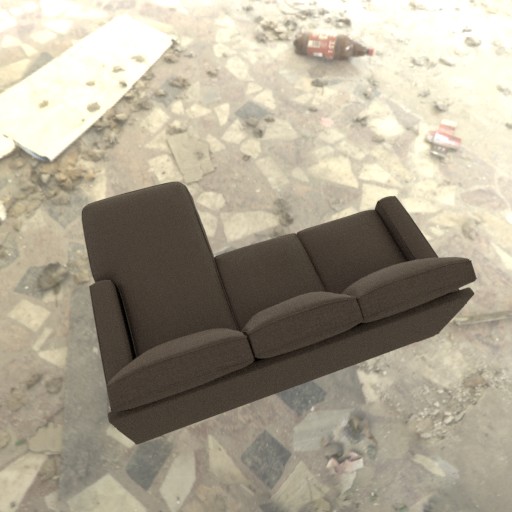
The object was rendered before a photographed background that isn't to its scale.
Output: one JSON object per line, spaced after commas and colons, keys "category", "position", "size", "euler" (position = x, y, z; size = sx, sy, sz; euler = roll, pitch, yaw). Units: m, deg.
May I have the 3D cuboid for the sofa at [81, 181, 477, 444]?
{"category": "sofa", "position": [0.000, 0.000, 3.284], "size": [2.370, 0.973, 1.790], "euler": [-17, 59, -10]}
